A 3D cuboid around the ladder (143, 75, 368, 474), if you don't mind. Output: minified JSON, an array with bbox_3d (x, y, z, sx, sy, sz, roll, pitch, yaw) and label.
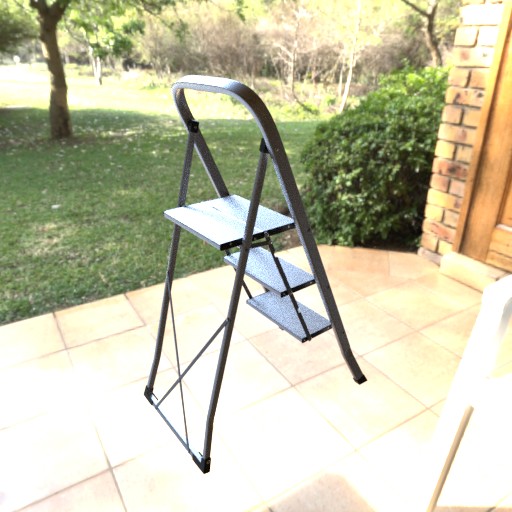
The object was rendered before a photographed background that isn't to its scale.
[{"bbox_3d":[0.000,0.000,1.408,0.704,1.070,0.465,-18,31,-33],"label":"ladder"}]
